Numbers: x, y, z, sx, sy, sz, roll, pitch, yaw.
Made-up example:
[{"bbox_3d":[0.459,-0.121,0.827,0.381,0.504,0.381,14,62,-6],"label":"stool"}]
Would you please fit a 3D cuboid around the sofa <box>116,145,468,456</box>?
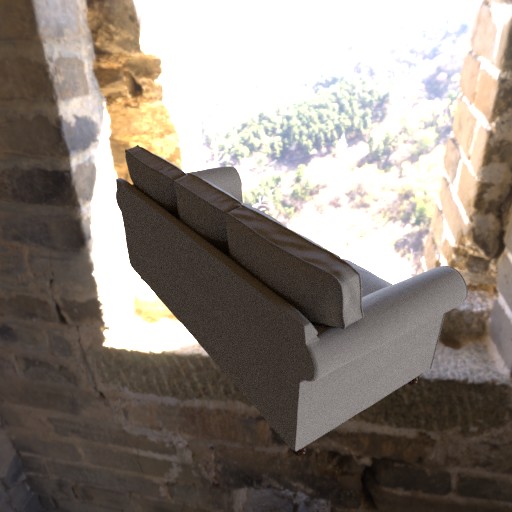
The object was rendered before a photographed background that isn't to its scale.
[{"bbox_3d":[0.000,0.000,2.556,0.916,0.961,2.084,-18,33,-30],"label":"sofa"}]
